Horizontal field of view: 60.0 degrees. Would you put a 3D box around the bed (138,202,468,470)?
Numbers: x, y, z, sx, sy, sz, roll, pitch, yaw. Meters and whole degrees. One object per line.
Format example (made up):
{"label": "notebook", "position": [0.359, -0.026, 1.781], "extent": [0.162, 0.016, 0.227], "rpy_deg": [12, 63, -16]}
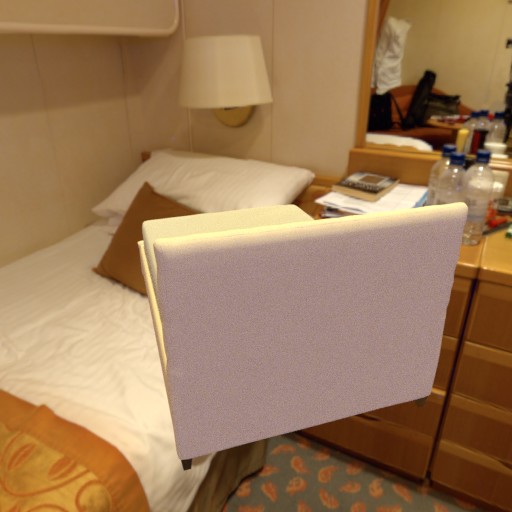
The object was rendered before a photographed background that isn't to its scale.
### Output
{"label": "bed", "position": [0.000, 0.000, 3.460], "extent": [1.698, 1.427, 2.387], "rpy_deg": [-8, 27, -16]}
